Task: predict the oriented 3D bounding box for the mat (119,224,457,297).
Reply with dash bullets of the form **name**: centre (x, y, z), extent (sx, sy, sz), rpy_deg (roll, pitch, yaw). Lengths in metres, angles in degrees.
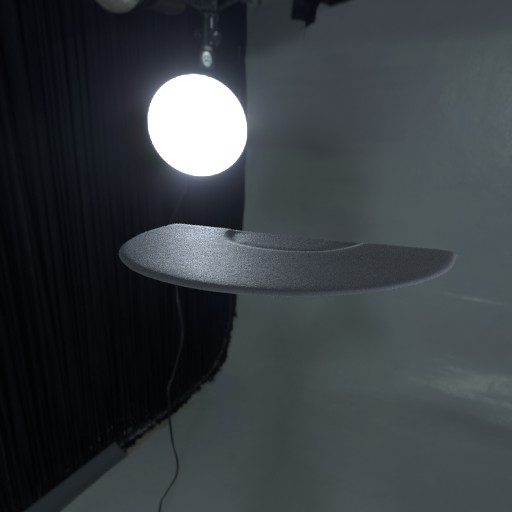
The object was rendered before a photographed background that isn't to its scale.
- **mat**: centre (0.000, 0.000, 1.882), extent (1.525, 0.016, 0.917), rpy_deg (7, 16, 25)
